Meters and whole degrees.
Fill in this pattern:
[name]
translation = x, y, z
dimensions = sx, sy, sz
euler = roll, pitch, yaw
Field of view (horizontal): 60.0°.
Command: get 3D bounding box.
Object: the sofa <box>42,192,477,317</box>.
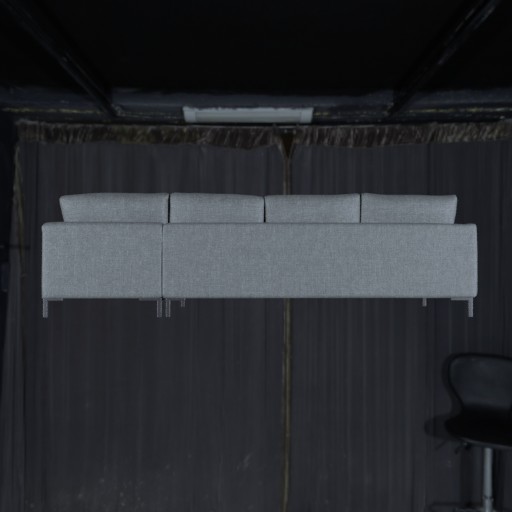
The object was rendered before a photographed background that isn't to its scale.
[sofa]
translation = 0.000, 0.000, 3.930
dimensions = 2.972, 0.858, 1.984
euler = 0, -1, -1
